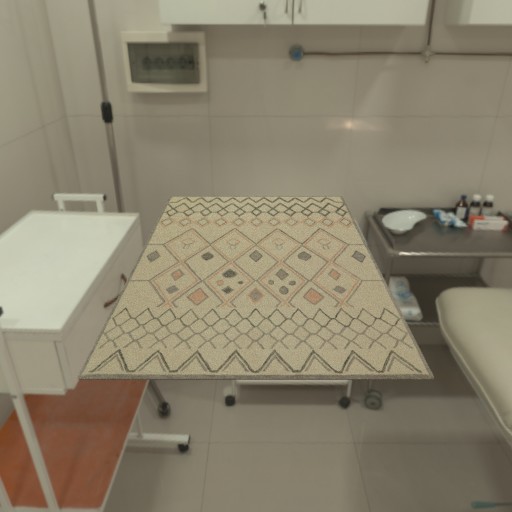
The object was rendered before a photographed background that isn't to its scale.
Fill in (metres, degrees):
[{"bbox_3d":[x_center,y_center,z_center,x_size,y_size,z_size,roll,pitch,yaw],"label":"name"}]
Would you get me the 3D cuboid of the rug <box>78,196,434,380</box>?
[{"bbox_3d":[0.000,0.000,2.323,1.219,0.016,1.829,0,27,0],"label":"rug"}]
